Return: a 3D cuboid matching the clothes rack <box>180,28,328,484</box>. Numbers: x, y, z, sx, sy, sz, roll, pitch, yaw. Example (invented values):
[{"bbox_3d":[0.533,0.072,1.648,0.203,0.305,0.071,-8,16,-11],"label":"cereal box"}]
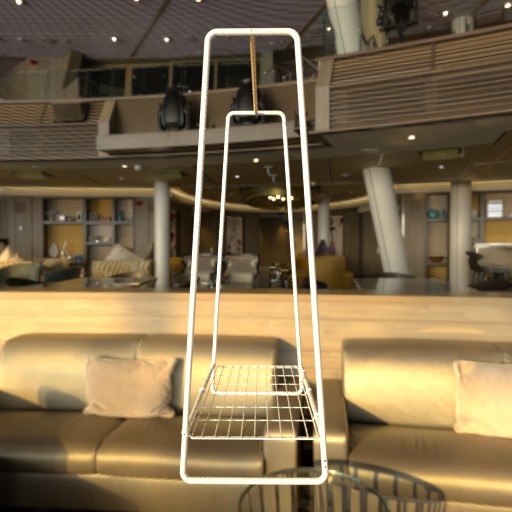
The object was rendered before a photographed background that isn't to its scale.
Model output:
[{"bbox_3d":[0.000,0.000,1.900,0.495,1.500,0.900,0,1,1],"label":"clothes rack"}]
